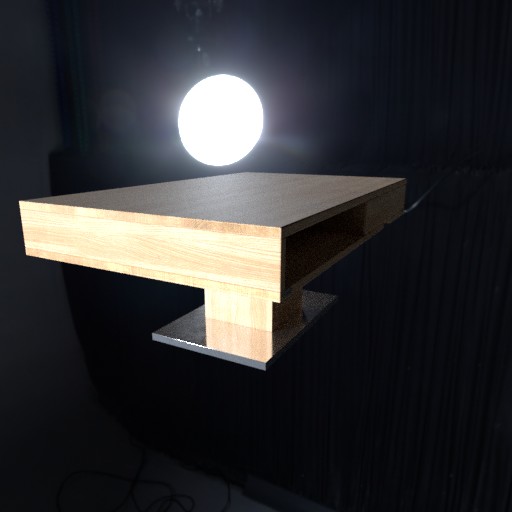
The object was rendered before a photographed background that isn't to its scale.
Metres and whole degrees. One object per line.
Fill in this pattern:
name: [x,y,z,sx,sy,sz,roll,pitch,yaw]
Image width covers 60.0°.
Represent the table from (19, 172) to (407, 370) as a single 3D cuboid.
table: [0.000,0.000,1.427,0.700,0.440,1.100,8,17,28]
